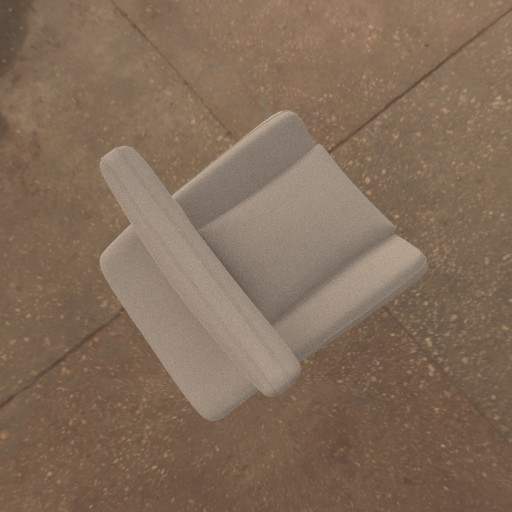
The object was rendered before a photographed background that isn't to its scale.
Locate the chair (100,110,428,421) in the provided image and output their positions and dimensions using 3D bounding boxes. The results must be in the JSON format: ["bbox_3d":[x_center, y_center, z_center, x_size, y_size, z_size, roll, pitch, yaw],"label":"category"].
[{"bbox_3d":[0.000,0.000,1.637,1.008,0.855,0.859,-36,77,-10],"label":"chair"}]
